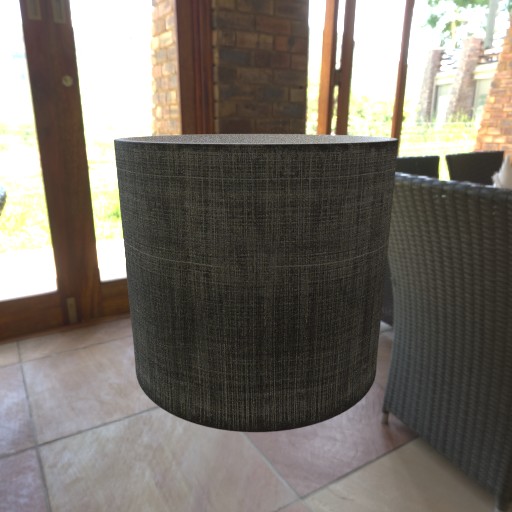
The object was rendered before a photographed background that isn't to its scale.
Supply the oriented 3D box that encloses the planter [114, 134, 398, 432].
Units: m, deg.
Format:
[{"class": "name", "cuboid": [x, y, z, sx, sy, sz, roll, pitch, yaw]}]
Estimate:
[{"class": "planter", "cuboid": [0.000, 0.000, 0.389, 0.221, 0.201, 0.221, 0, 17, 0]}]
